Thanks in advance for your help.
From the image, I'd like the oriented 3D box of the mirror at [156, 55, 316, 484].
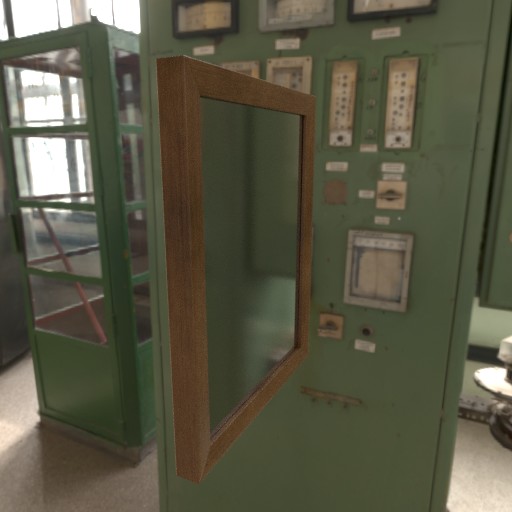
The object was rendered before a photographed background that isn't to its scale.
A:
[{"bbox_3d":[0.000,0.000,0.690,0.041,0.508,0.405,7,15,26],"label":"mirror"}]
